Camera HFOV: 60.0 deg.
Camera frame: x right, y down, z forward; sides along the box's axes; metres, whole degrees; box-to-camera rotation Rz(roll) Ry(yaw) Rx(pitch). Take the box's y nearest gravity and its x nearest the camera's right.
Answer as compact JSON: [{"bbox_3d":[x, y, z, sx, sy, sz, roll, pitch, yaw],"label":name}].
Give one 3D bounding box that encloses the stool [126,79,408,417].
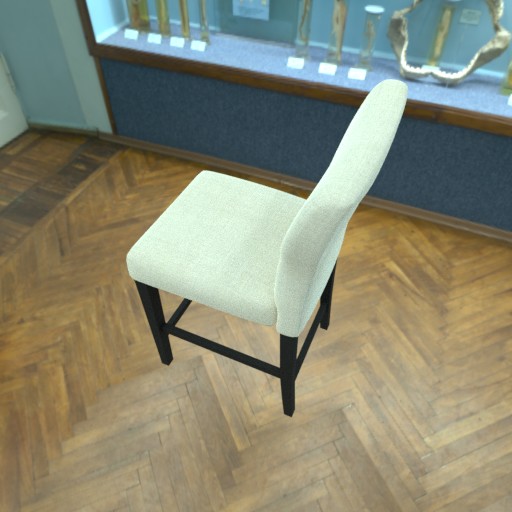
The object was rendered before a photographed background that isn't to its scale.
[{"bbox_3d":[0.000,0.000,1.313,0.603,0.972,0.514,18,49,17],"label":"stool"}]
